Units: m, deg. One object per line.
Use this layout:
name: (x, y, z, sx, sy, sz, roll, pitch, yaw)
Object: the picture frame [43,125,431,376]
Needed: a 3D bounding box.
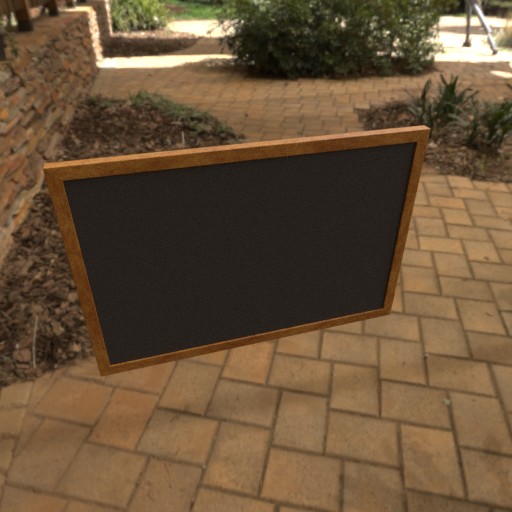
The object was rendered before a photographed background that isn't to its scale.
picture frame: (0.000, 0.000, 1.202, 0.922, 0.621, 0.029, -9, 34, -14)
